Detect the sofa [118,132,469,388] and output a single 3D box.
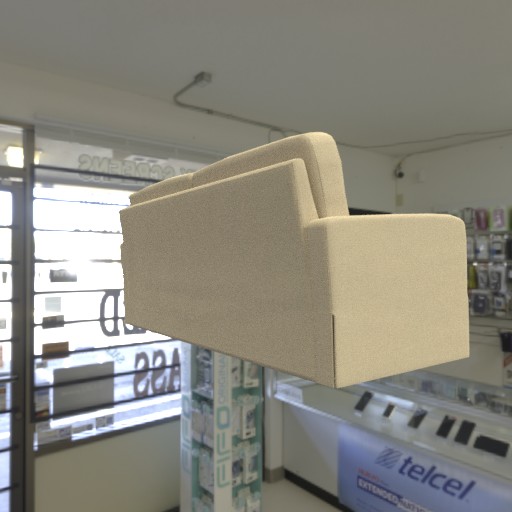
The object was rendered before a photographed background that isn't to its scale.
[{"bbox_3d":[0.000,0.000,2.279,0.894,0.831,1.808,1,-1,-36],"label":"sofa"}]
